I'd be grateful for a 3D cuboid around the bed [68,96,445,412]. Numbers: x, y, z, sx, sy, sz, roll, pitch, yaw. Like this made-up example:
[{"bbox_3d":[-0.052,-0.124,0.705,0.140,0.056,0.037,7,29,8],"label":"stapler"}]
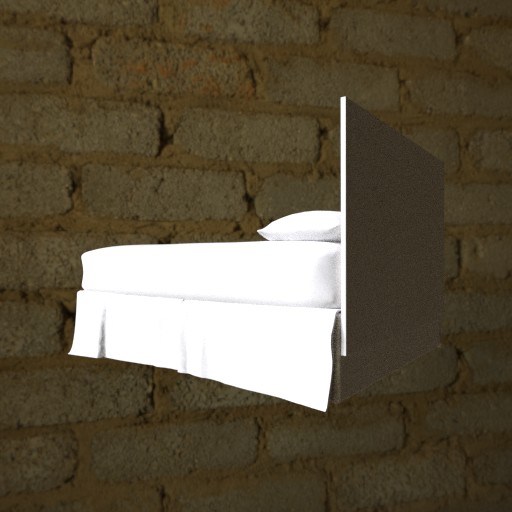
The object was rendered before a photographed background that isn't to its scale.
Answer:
[{"bbox_3d":[0.000,0.000,3.114,2.094,1.335,1.745,0,-1,37],"label":"bed"}]
